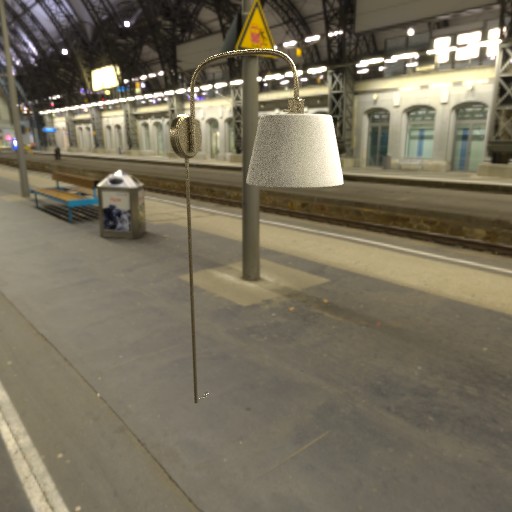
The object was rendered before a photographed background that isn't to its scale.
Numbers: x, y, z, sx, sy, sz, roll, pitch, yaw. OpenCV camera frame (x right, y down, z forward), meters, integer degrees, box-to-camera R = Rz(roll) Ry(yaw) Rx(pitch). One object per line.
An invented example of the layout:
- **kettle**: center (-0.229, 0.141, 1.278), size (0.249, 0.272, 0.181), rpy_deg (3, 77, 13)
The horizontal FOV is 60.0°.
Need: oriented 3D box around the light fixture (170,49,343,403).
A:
- **light fixture**: center (0.000, 0.000, 0.464), size (0.176, 0.399, 0.092), rpy_deg (8, 16, 27)
